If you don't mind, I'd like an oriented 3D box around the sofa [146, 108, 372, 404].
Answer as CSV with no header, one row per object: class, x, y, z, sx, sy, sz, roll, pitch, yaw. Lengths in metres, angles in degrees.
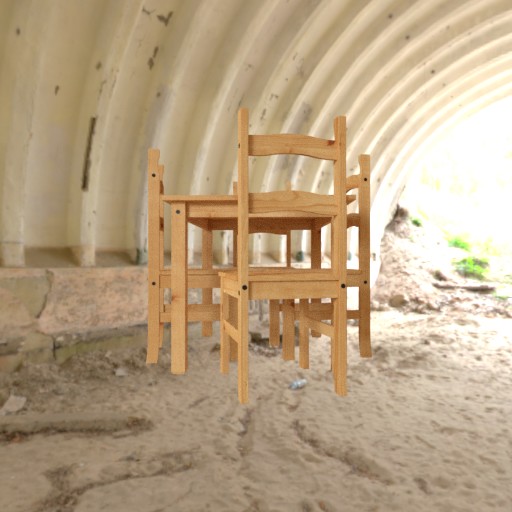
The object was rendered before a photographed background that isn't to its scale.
sofa,0.000,0.000,2.252,1.144,1.000,1.529,0,0,1
